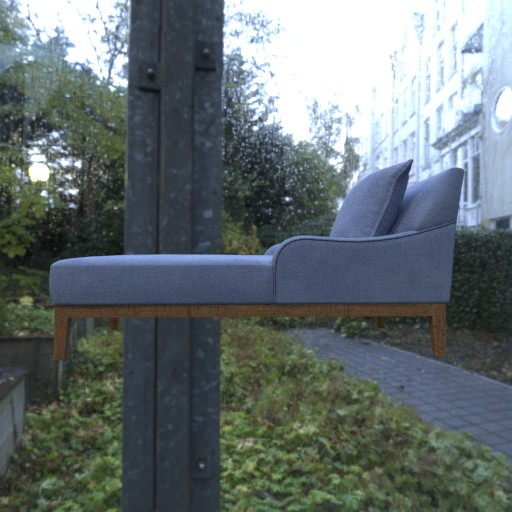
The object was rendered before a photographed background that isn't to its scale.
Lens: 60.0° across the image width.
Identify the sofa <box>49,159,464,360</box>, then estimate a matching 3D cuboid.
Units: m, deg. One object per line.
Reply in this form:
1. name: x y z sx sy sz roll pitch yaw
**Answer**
1. sofa: 0.000 0.000 2.317 1.779 0.883 0.904 0 -1 -2
